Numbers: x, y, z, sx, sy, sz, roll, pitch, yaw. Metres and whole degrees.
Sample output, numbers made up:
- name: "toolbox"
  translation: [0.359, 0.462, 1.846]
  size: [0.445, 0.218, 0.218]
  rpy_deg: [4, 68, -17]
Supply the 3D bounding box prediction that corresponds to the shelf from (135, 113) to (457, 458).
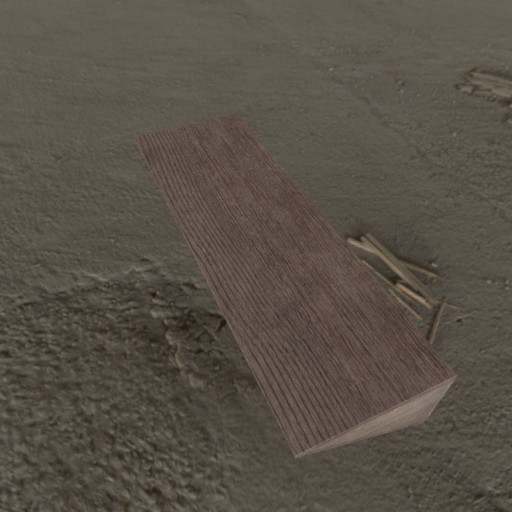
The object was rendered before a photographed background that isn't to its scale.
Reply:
- name: "shelf"
  translation: [0.000, 0.000, 0.687]
  size: [0.200, 0.125, 0.610]
  rpy_deg: [-19, 50, -17]
